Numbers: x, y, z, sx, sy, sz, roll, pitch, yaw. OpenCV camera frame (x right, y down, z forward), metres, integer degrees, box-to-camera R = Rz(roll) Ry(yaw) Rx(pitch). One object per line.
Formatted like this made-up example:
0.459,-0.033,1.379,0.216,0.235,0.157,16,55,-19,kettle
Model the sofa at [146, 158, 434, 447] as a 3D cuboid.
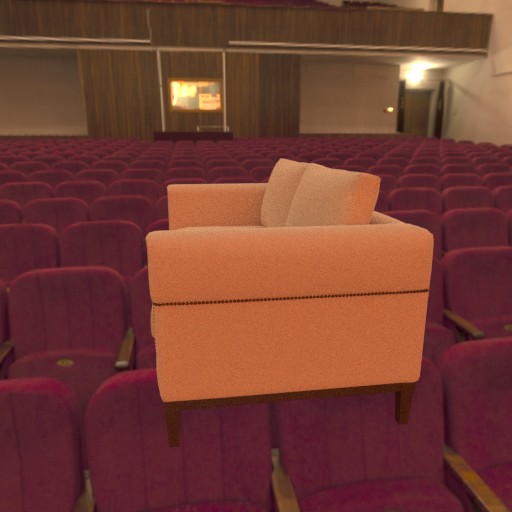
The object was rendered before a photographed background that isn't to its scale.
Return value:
0.000,0.000,2.128,0.905,0.873,1.598,-2,15,-8,sofa
